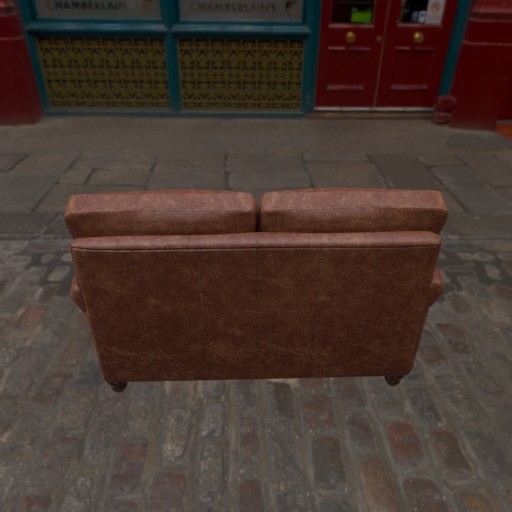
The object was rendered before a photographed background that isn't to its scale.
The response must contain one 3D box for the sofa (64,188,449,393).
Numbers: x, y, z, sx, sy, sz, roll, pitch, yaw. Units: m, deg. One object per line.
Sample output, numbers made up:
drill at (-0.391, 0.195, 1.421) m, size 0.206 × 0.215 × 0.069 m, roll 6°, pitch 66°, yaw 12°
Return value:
sofa at (0.000, 0.000, 2.269) m, size 1.616 × 0.967 × 0.990 m, roll -1°, pitch 31°, yaw -1°
